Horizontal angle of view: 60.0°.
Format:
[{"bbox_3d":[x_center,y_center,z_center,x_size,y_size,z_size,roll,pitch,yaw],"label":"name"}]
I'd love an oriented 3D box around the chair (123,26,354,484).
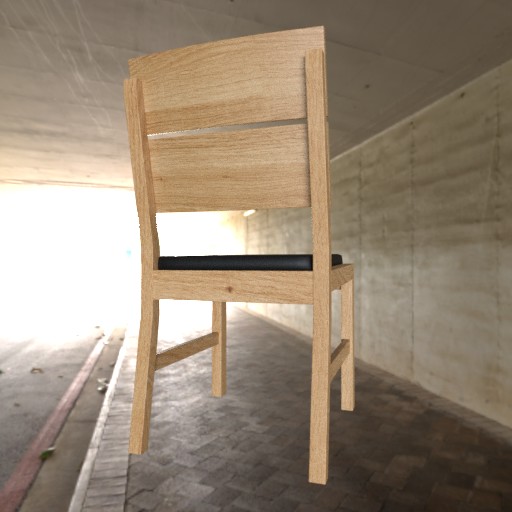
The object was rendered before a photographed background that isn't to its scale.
[{"bbox_3d":[0.000,0.000,1.235,0.475,0.950,0.569,0,-1,19],"label":"chair"}]
